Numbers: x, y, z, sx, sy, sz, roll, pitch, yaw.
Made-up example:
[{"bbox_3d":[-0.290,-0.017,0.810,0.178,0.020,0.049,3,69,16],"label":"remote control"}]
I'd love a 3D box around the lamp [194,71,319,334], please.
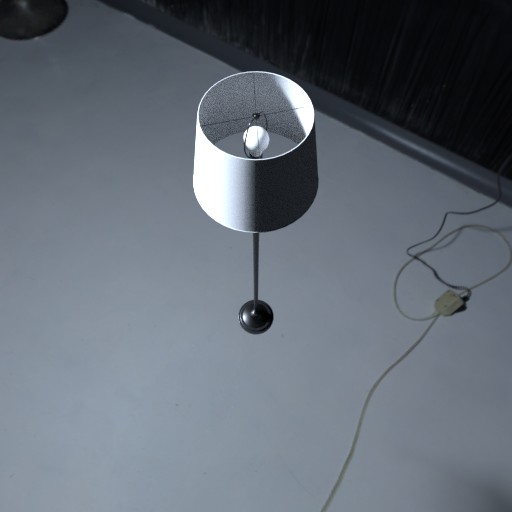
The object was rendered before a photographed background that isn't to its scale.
[{"bbox_3d":[0.000,0.000,1.830,0.379,1.623,0.379,0,64,0],"label":"lamp"}]
